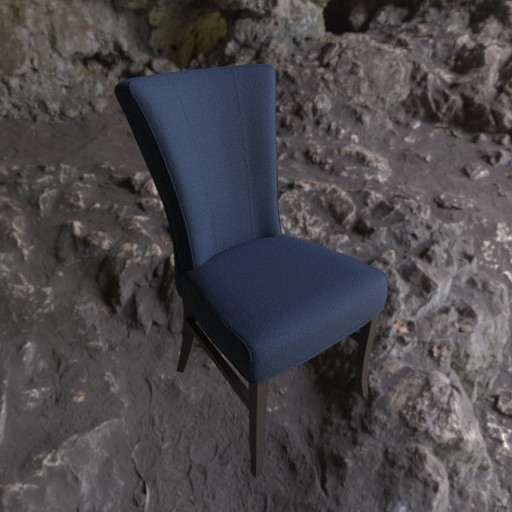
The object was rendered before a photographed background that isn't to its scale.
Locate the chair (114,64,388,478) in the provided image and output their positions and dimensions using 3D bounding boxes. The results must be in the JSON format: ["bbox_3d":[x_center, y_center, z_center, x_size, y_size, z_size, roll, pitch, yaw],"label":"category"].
[{"bbox_3d":[0.000,0.000,1.335,0.520,0.991,0.660,-22,37,-32],"label":"chair"}]
